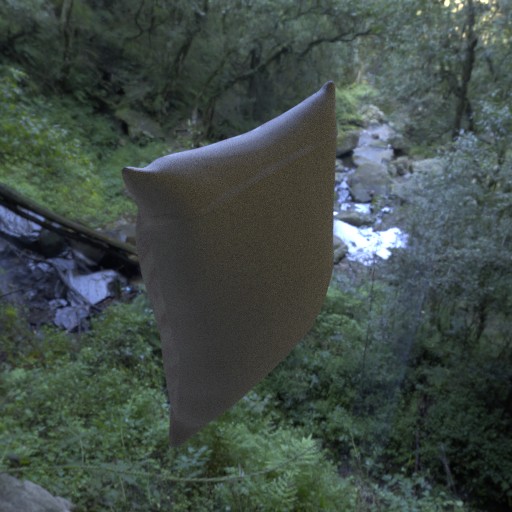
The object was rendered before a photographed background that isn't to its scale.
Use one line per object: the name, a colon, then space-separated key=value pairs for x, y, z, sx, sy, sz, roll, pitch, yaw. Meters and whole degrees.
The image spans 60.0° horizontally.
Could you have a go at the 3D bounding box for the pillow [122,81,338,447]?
pillow: x=0.000 y=0.000 z=0.678 sx=0.182 sy=0.441 sz=0.440 roll=21 pitch=39 yaw=29
